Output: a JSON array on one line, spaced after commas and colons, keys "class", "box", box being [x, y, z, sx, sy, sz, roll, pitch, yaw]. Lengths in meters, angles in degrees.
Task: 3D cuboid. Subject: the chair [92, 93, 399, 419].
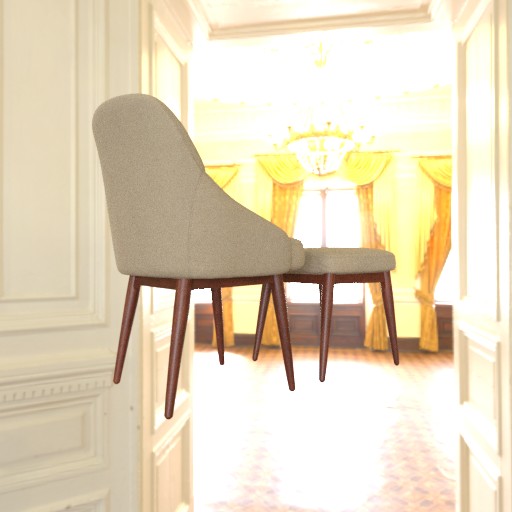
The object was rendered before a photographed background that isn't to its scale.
[{"class": "chair", "box": [0.000, 0.000, 1.592, 1.114, 0.866, 0.584, 0, 0, -36]}]
